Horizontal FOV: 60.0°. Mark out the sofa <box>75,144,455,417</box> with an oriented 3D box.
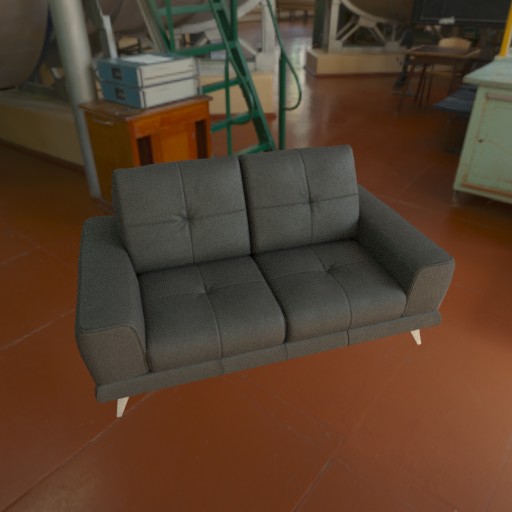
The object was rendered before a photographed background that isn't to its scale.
[{"bbox_3d":[0.000,0.000,2.380,1.806,0.907,1.018,-9,34,-14],"label":"sofa"}]
